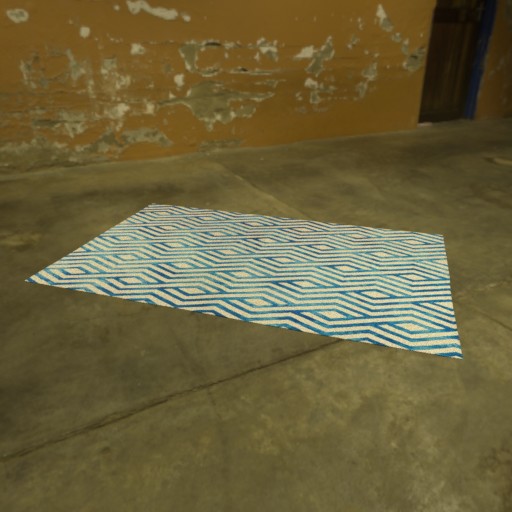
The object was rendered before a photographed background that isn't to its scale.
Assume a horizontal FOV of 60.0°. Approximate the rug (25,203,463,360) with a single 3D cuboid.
[{"bbox_3d":[0.000,0.000,2.983,2.439,0.008,1.531,8,26,16],"label":"rug"}]
